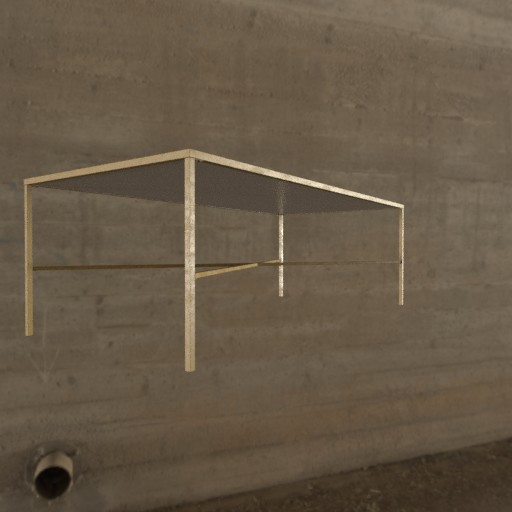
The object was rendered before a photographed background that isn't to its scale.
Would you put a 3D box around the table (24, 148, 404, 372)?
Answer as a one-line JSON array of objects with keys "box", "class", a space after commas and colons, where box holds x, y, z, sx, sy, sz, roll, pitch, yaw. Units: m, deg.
[{"box": [0.000, 0.000, 1.445, 0.580, 0.398, 1.206, 1, 1, 36], "class": "table"}]
